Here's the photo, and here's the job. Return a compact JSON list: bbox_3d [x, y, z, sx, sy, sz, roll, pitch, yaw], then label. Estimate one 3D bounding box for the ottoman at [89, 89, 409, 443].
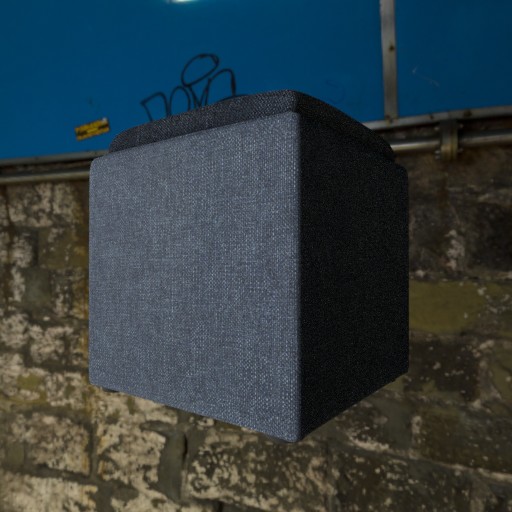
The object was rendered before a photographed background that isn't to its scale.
[{"bbox_3d":[0.000,0.000,0.855,0.454,0.493,0.436,0,-1,37],"label":"ottoman"}]
